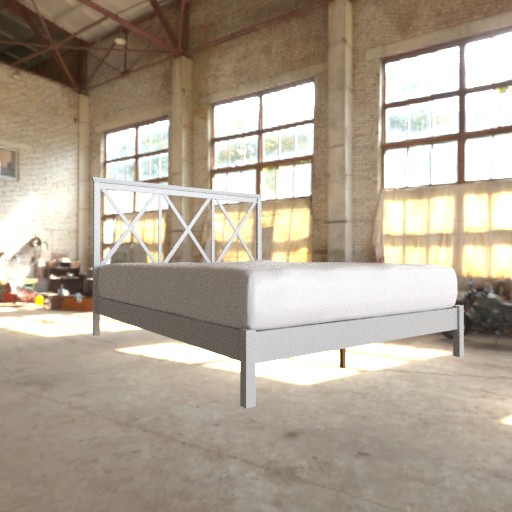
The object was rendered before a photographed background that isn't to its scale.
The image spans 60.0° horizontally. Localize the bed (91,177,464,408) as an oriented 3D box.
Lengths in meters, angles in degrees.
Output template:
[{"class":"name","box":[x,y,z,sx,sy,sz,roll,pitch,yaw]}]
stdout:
[{"class":"bed","box":[0.000,0.000,3.134,1.673,1.253,2.135,0,-1,-36]}]
